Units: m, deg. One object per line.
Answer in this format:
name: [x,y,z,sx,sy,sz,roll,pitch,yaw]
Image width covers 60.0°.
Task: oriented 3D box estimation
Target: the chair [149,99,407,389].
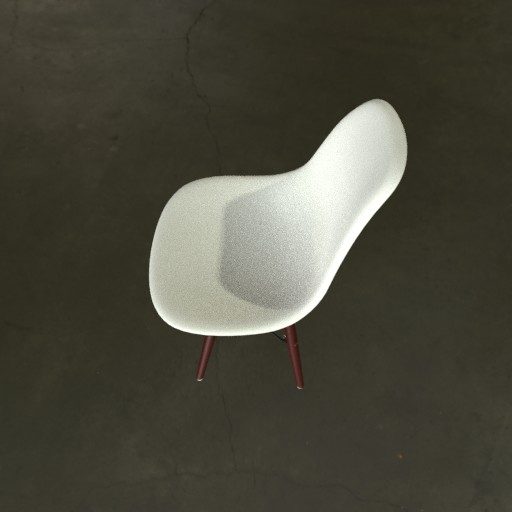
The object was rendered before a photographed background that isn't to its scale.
chair: [0.000,0.000,1.140,0.533,0.826,0.470,0,58,0]
